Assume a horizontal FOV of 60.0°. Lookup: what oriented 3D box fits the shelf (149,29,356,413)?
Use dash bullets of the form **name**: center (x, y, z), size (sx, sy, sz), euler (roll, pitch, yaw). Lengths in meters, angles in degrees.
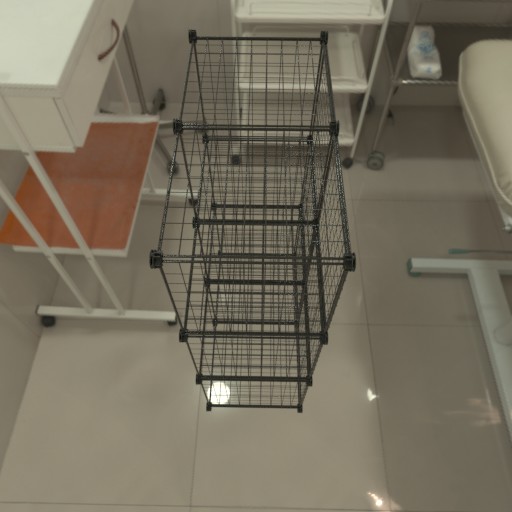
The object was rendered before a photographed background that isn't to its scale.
- **shelf**: center (0.000, 0.000, 1.395), size (0.356, 1.067, 0.711), euler (1, 58, 1)
